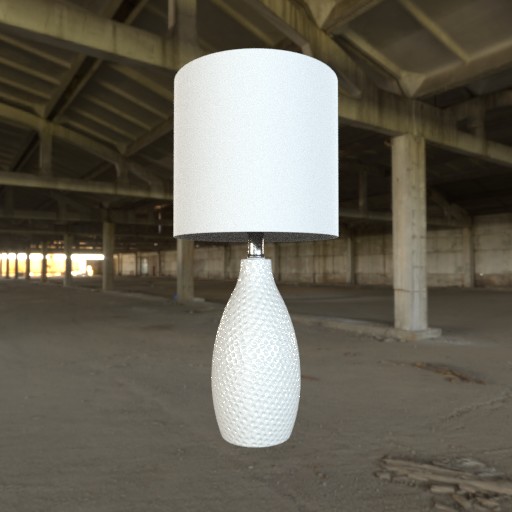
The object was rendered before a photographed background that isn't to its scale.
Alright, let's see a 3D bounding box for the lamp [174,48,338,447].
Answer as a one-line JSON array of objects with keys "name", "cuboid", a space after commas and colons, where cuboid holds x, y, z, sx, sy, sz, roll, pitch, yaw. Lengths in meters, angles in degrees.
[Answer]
[{"name": "lamp", "cuboid": [0.000, 0.000, 0.587, 0.214, 0.466, 0.214, 1, -2, -35]}]
